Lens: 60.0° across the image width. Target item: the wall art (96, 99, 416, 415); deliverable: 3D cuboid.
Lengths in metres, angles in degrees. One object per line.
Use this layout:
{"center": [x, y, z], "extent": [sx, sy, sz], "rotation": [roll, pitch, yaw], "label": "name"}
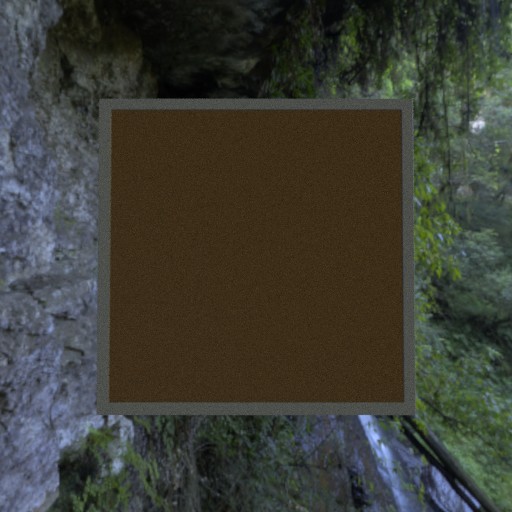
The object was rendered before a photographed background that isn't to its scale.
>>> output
{"center": [0.000, 0.000, 0.445], "extent": [0.305, 0.305, 0.038], "rotation": [0, -1, 0], "label": "wall art"}
